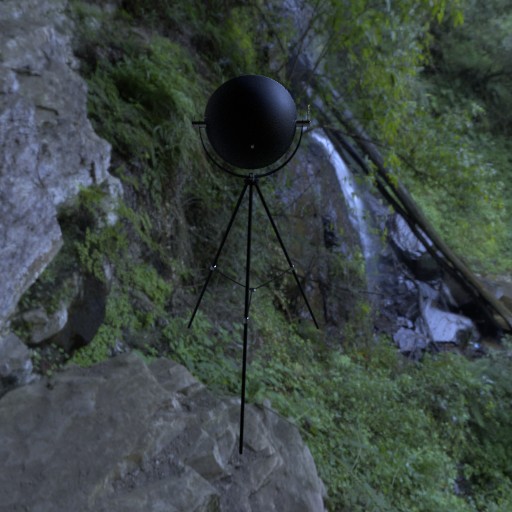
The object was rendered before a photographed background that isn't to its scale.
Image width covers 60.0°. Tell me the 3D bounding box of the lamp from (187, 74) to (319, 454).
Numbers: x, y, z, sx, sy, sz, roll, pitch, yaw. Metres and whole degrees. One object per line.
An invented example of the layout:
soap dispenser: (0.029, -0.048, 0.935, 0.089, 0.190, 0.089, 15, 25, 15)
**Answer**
lamp: (0.000, 0.000, 2.007, 0.817, 1.512, 0.920, -1, 29, -2)
